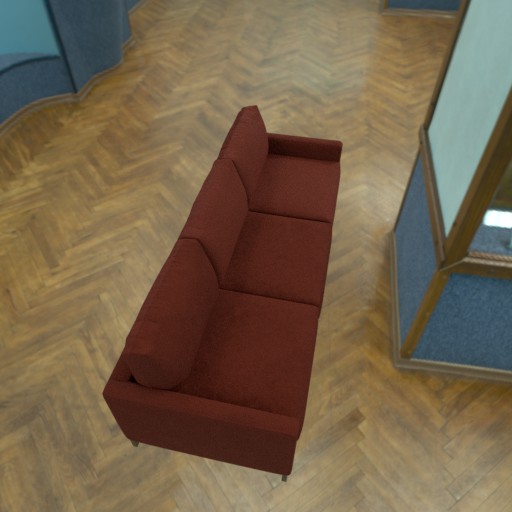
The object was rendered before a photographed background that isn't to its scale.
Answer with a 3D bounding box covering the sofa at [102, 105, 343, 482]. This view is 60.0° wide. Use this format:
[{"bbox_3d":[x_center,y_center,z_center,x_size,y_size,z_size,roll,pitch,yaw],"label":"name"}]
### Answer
[{"bbox_3d":[0.000,0.000,2.699,0.875,0.879,2.252,9,47,9],"label":"sofa"}]
